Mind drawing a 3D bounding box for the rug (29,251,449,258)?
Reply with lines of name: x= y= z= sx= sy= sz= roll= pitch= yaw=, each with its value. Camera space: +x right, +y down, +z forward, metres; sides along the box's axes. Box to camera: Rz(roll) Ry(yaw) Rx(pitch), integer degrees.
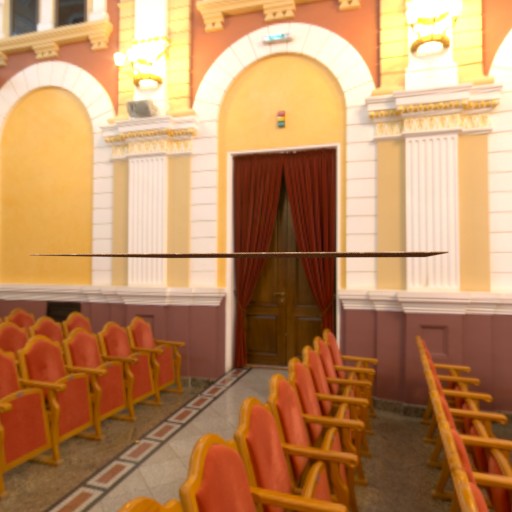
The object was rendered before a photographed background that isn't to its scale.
rug: x=0.000 y=0.000 z=4.483 sx=3.353 sy=0.010 sz=2.438 roll=0 pitch=-1 yaw=18
